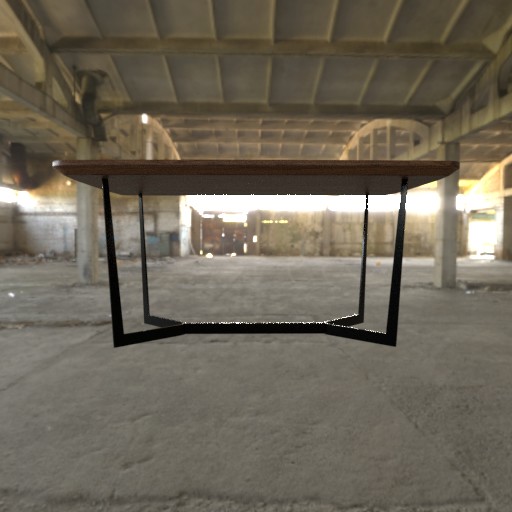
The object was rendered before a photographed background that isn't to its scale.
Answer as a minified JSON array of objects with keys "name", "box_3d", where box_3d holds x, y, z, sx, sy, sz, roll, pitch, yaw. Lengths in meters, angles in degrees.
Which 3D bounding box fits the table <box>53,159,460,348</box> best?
[{"name":"table","box_3d":[0.000,0.000,2.164,1.643,0.765,0.949,0,2,-1]}]
